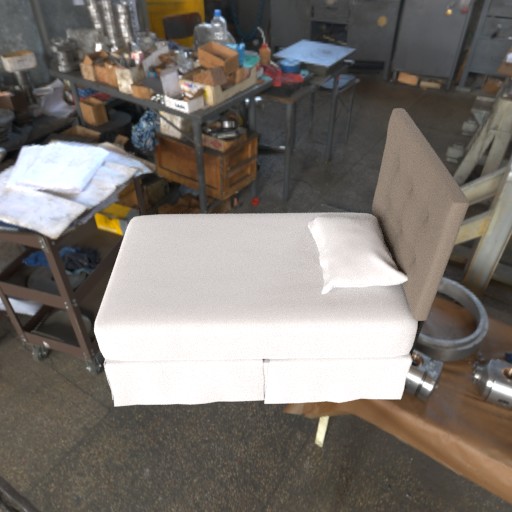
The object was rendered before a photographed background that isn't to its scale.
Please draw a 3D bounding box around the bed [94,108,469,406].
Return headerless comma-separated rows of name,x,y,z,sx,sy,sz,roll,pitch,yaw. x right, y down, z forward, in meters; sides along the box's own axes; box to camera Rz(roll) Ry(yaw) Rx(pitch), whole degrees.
bed,0.000,0.000,2.962,1.997,1.571,1.261,-1,40,-1
